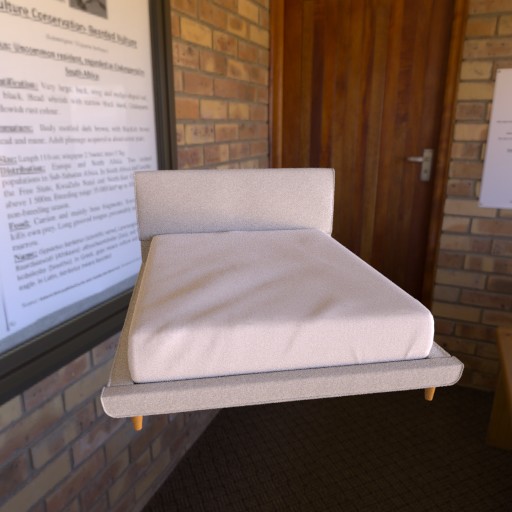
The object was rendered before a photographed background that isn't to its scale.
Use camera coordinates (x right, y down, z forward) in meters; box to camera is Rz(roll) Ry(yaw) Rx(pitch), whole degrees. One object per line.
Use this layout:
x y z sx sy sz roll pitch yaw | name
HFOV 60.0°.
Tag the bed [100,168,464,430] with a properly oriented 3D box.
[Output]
0.000 0.000 3.434 1.980 1.126 2.498 -3 17 -9 | bed
